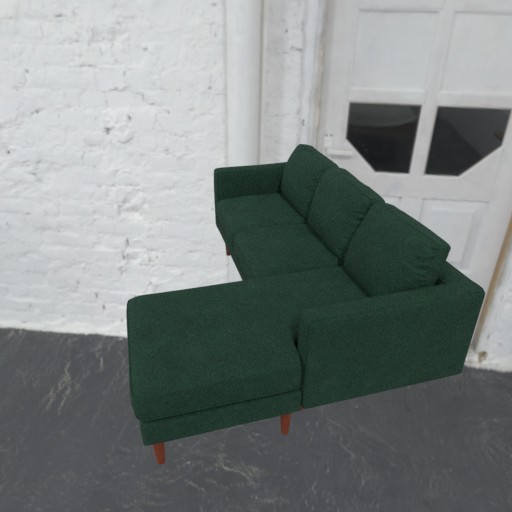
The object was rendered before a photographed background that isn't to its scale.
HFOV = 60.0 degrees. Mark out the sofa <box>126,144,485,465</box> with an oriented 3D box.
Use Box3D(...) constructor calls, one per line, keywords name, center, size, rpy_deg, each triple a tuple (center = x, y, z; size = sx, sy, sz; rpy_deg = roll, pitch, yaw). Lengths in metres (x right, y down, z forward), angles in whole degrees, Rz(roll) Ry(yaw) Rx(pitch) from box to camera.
Box3D(name="sofa", center=(0.000, 0.000, 2.744), size=(1.580, 0.899, 2.030), rpy_deg=(-8, 30, -14))
